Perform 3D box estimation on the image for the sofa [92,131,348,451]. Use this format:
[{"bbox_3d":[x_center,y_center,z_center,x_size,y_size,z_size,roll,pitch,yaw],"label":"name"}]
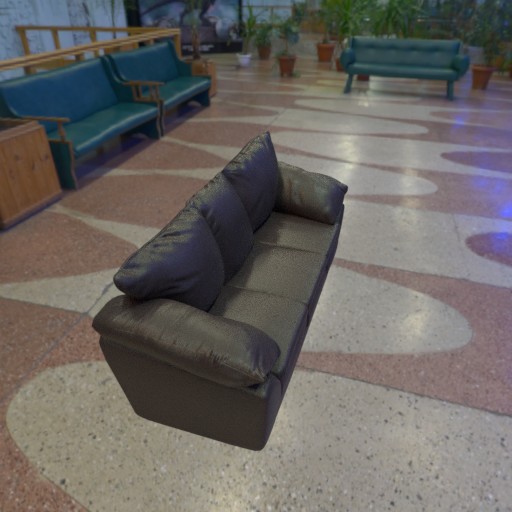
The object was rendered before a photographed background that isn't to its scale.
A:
[{"bbox_3d":[0.000,0.000,2.958,0.907,1.091,2.390,10,32,16],"label":"sofa"}]
